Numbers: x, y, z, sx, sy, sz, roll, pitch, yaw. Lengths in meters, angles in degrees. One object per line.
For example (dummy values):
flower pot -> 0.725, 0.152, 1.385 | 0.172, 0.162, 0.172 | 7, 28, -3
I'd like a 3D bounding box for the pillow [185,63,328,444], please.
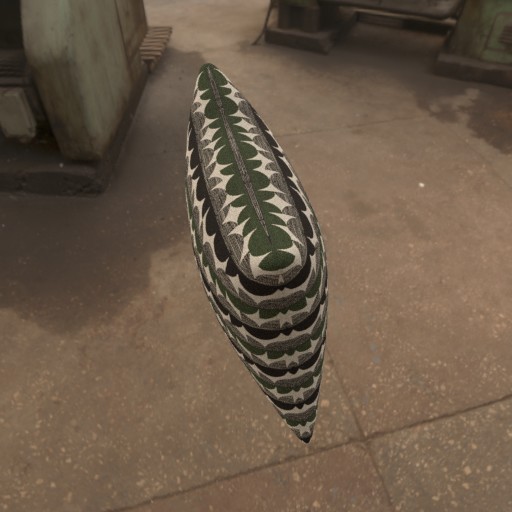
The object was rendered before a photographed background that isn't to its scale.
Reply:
pillow -> 0.000, 0.000, 0.651 | 0.180, 0.404, 0.419 | -9, 47, -9
